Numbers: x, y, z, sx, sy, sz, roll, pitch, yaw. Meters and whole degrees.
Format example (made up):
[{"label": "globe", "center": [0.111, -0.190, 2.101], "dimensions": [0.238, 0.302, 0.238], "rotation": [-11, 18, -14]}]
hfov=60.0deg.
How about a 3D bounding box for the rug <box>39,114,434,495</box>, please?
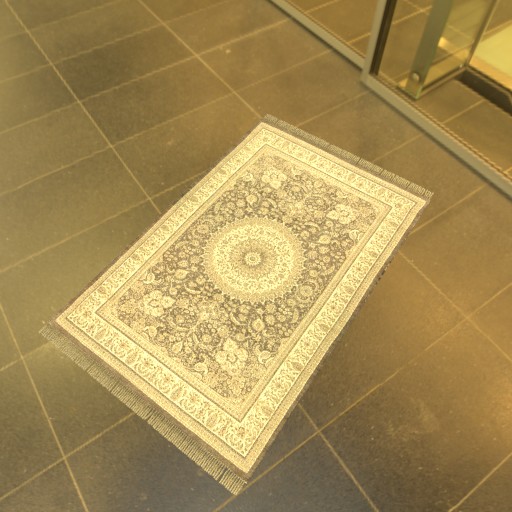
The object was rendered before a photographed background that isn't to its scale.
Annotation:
[{"label": "rug", "center": [0.000, 0.000, 4.193], "dimensions": [2.143, 0.015, 3.422], "rotation": [31, 63, 18]}]
